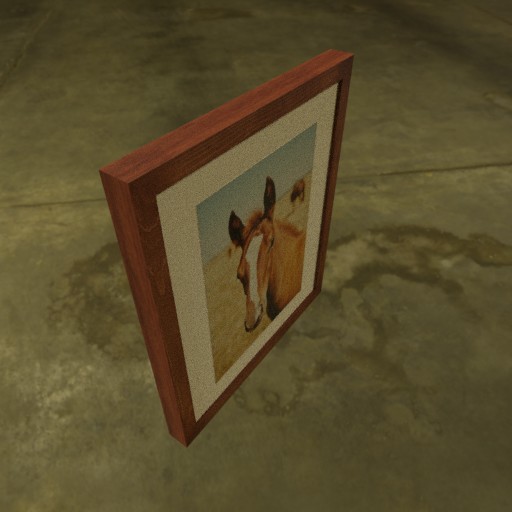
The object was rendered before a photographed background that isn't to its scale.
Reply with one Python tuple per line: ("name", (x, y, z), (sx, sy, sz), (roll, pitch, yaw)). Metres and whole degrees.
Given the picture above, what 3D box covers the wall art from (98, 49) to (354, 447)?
("wall art", (0.000, 0.000, 0.527), (0.030, 0.381, 0.330), (26, 48, 26))
